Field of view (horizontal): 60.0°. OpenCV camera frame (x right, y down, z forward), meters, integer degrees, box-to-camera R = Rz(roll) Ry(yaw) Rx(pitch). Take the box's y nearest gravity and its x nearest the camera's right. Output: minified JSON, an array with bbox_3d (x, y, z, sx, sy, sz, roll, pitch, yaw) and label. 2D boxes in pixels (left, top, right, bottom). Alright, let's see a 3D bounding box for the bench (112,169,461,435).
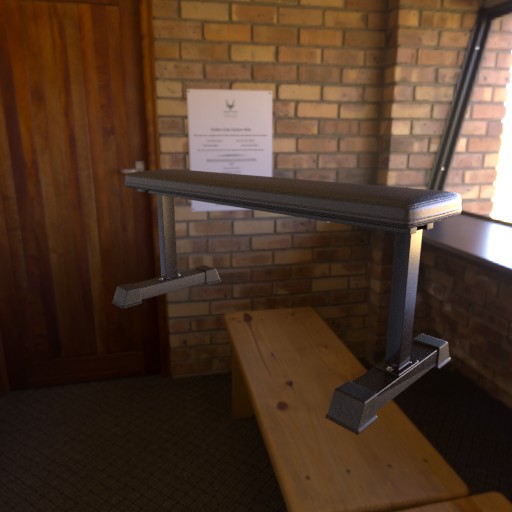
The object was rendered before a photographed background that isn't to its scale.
[{"bbox_3d":[0.000,0.000,1.308,0.439,0.453,1.072,-14,20,-43],"label":"bench"}]
